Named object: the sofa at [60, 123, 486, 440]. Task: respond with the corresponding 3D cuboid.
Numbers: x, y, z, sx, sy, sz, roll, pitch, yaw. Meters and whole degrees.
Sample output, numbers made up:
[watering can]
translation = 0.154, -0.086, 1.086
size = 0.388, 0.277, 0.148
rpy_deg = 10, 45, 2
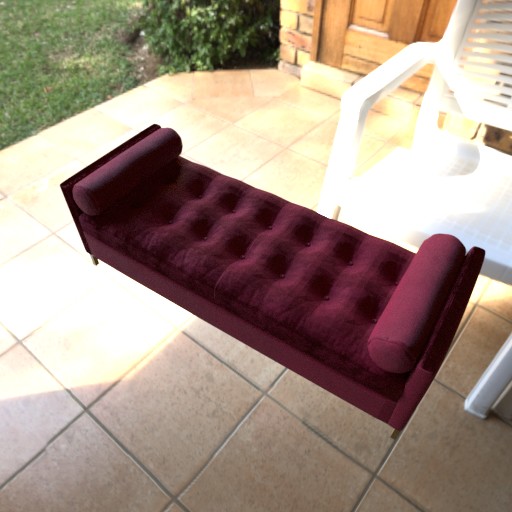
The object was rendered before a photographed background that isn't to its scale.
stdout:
[sofa]
translation = 0.000, 0.000, 2.450
size = 2.102, 0.705, 0.796
rpy_deg = 26, 52, 22
